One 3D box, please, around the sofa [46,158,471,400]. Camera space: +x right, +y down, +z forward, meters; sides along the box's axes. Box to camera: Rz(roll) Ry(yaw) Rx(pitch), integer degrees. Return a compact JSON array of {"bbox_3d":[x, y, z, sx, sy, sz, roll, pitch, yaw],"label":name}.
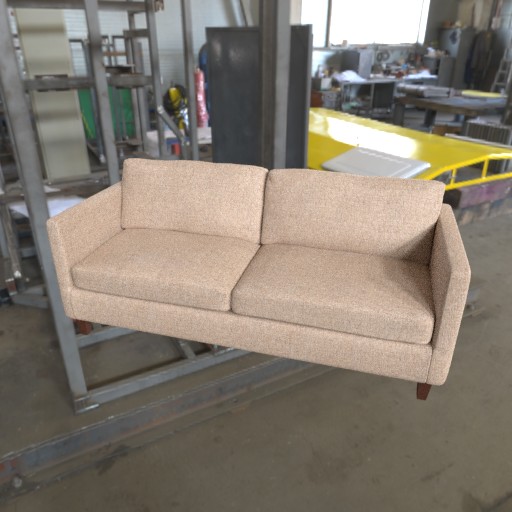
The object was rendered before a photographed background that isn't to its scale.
[{"bbox_3d":[0.000,0.000,2.673,2.208,0.965,0.951,7,27,14],"label":"sofa"}]
